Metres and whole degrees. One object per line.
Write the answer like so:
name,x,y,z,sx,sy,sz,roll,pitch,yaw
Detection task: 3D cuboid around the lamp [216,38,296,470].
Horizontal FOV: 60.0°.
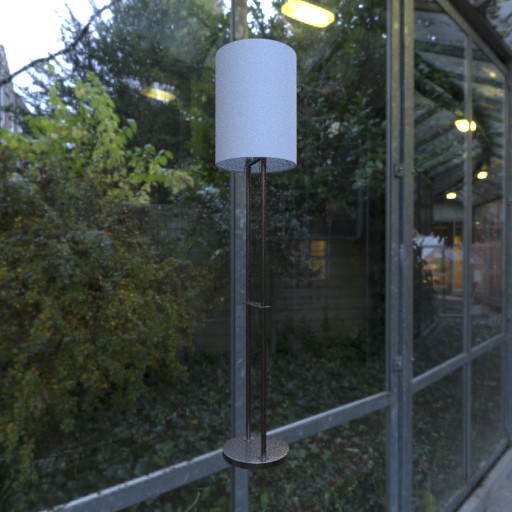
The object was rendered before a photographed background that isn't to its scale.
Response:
lamp,0.000,0.000,1.679,0.305,1.500,0.306,0,0,-20
